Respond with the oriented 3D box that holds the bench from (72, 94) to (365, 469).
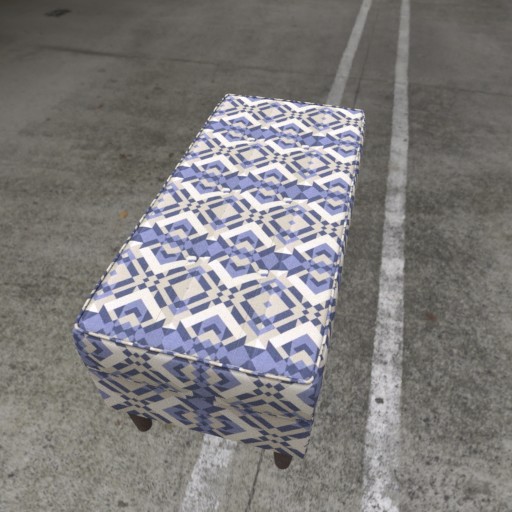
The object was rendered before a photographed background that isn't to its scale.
[{"bbox_3d":[0.000,0.000,1.286,0.492,0.477,1.016,11,47,10],"label":"bench"}]
